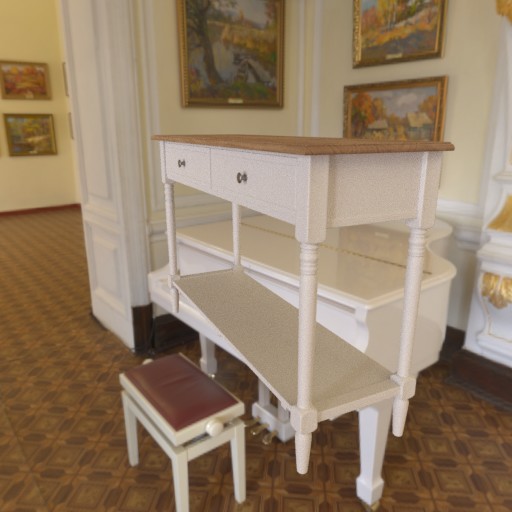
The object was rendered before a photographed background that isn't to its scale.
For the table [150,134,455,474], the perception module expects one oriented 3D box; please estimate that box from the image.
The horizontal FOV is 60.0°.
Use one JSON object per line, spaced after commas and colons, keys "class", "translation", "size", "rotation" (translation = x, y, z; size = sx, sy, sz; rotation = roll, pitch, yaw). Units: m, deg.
{"class": "table", "translation": [0.000, 0.000, 1.548], "size": [0.399, 0.800, 1.219], "rotation": [-8, 18, -25]}
